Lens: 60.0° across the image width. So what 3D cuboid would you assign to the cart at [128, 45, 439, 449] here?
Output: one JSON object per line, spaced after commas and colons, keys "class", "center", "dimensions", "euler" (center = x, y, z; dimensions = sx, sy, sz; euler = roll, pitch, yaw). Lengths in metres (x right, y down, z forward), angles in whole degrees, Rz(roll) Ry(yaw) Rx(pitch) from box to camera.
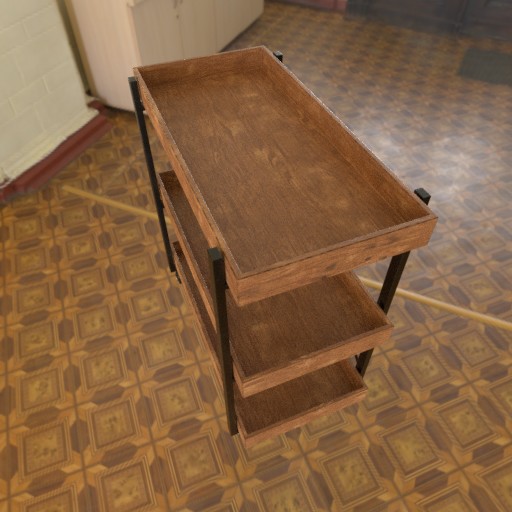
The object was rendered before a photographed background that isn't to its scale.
{"class": "cart", "center": [0.000, 0.000, 1.223], "dimensions": [0.411, 0.800, 0.750], "euler": [-17, 50, -15]}
